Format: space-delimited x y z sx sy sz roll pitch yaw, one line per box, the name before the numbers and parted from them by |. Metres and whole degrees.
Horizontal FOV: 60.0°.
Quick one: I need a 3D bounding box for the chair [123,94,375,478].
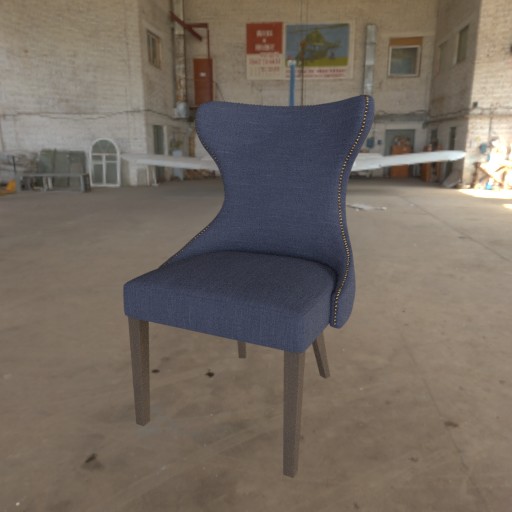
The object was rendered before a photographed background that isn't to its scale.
chair | 0.000 0.000 1.382 0.628 0.967 0.635 7 16 25
